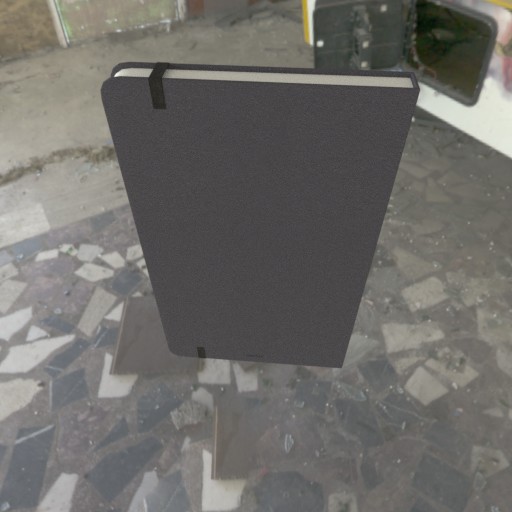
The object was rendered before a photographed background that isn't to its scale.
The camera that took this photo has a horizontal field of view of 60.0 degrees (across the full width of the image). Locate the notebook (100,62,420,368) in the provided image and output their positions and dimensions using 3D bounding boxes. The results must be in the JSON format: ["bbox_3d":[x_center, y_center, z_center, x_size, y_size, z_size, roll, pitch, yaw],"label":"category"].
[{"bbox_3d":[0.000,0.000,0.255,0.127,0.213,0.016,3,47,3],"label":"notebook"}]
